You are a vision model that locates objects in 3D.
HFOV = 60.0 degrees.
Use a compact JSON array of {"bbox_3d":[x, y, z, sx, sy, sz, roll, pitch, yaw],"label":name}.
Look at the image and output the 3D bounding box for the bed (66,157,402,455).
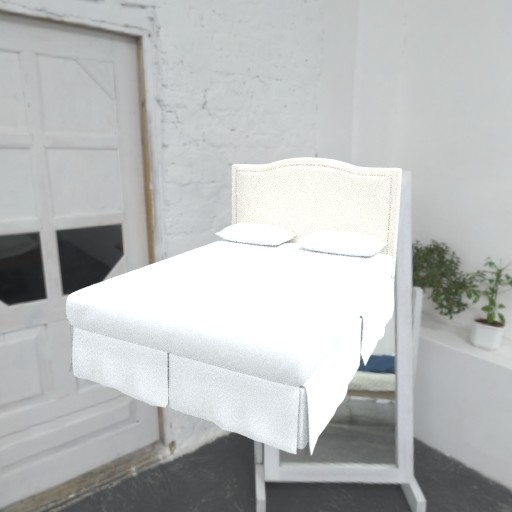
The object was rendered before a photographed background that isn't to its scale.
[{"bbox_3d":[0.000,0.000,3.457,1.821,1.436,2.282,8,16,27],"label":"bed"}]
